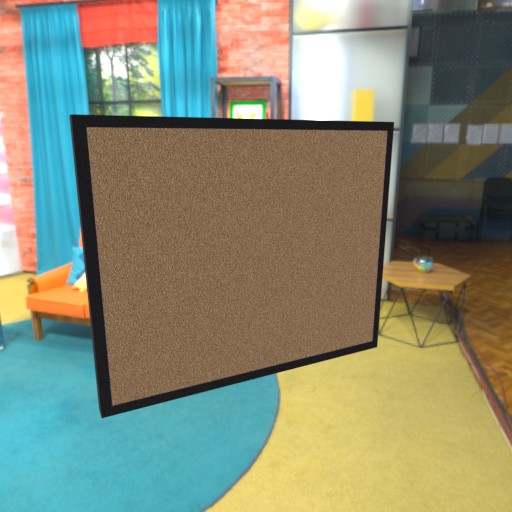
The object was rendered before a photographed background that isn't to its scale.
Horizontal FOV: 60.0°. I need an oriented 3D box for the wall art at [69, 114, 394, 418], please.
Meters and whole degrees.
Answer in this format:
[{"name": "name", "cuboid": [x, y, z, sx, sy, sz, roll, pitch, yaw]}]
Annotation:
[{"name": "wall art", "cuboid": [0.000, 0.000, 0.769, 0.554, 0.454, 0.030, -7, 16, -26]}]
